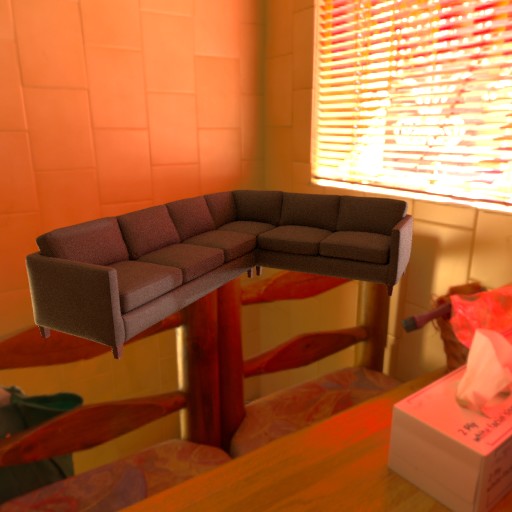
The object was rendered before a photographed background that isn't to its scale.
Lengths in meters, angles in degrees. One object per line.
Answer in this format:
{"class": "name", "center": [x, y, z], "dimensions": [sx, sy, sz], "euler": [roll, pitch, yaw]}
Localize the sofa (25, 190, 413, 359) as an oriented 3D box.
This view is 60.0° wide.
{"class": "sofa", "center": [0.000, 0.000, 4.455], "dimensions": [2.593, 0.947, 3.302], "euler": [8, 17, 26]}
